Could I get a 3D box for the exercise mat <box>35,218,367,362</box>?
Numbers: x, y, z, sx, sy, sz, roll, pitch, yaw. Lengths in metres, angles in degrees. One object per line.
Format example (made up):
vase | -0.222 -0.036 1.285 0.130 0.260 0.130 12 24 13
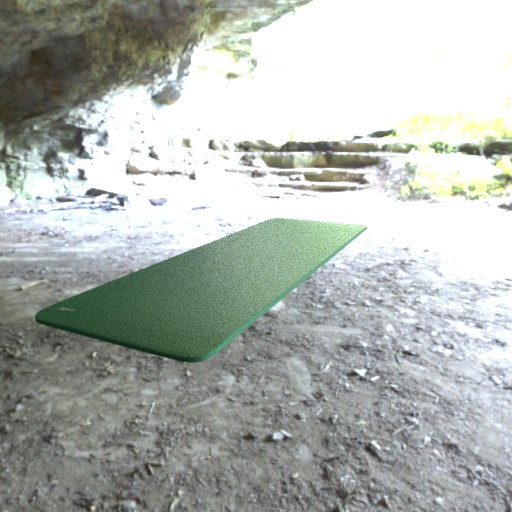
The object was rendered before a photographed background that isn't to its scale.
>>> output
exercise mat | 0.000 0.000 1.992 0.616 0.021 1.869 7 17 25
